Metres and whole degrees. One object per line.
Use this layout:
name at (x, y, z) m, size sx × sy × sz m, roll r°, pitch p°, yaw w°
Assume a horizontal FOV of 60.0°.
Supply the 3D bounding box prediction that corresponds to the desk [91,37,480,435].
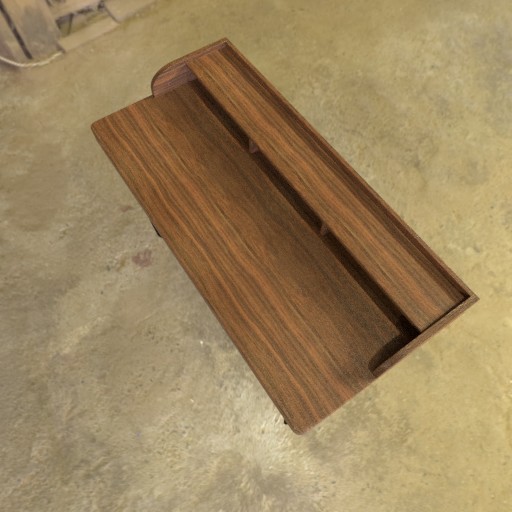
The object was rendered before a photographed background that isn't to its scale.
desk at (0.000, 0.000, 1.657) m, size 0.565 × 0.854 × 1.200 m, roll -32°, pitch 68°, yaw -15°
